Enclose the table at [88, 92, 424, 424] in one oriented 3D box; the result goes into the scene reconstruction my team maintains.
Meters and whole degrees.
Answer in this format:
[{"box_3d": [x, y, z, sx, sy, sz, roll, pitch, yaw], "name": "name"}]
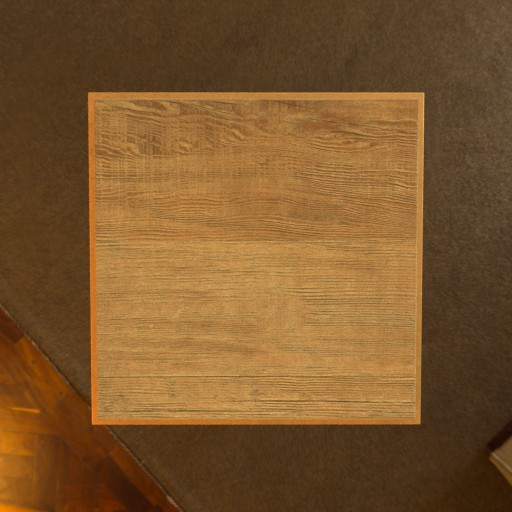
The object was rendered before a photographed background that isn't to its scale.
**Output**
[{"box_3d": [0.000, 0.000, 1.061, 0.599, 0.584, 0.599, 0, 92, 0], "name": "table"}]
